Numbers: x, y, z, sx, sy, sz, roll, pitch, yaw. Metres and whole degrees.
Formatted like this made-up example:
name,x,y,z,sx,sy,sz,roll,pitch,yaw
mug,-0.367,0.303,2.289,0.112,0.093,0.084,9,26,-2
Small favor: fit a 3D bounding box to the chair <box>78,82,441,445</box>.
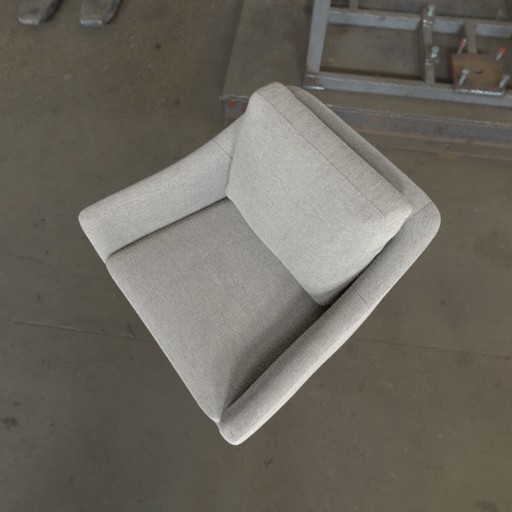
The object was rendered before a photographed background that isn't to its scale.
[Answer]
name,x,y,z,sx,sy,sz,roll,pitch,yaw
chair,0.000,0.000,1.692,0.961,0.902,0.986,-34,68,-16
